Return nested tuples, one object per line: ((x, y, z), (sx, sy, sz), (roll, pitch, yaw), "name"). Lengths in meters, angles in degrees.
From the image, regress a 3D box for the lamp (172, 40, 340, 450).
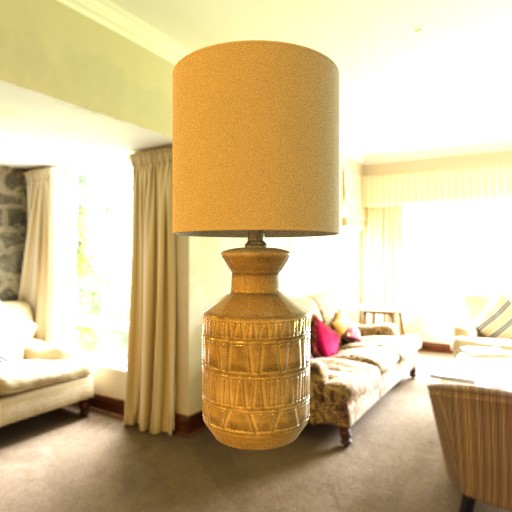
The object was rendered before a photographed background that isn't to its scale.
((0.000, 0.000, 0.571), (0.211, 0.455, 0.211), (0, 0, -18), "lamp")
